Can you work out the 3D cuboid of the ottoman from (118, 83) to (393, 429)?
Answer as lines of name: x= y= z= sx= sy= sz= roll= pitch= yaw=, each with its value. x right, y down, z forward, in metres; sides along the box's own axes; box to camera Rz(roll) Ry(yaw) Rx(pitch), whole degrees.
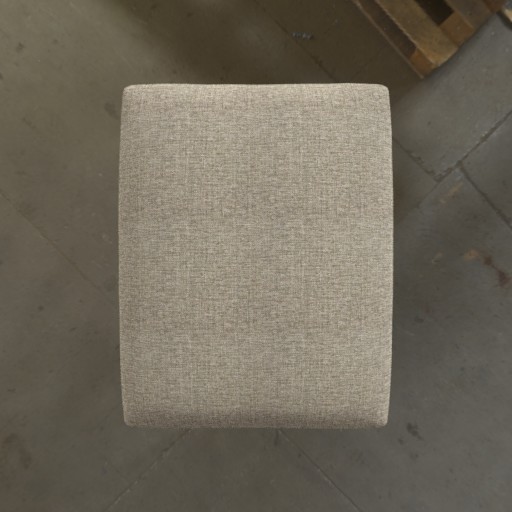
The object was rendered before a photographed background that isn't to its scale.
ottoman: x=0.000 y=0.000 z=1.120 sx=0.584 sy=0.513 sz=0.741 roll=0 pitch=91 yaw=0
